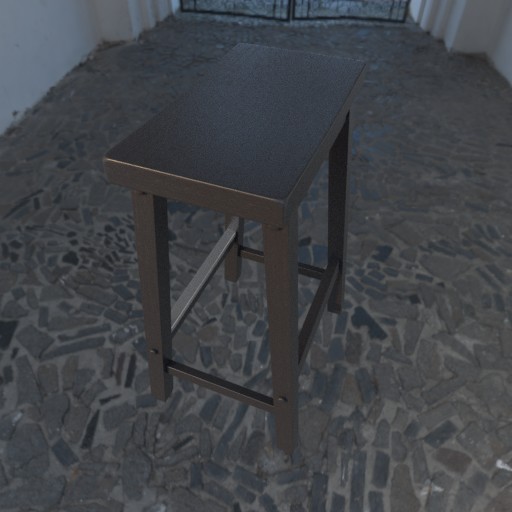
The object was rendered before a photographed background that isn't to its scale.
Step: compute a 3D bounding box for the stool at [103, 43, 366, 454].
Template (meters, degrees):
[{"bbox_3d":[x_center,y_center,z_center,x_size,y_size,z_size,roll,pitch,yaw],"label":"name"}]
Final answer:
[{"bbox_3d":[0.000,0.000,0.835,0.322,0.610,0.406,16,47,16],"label":"stool"}]
